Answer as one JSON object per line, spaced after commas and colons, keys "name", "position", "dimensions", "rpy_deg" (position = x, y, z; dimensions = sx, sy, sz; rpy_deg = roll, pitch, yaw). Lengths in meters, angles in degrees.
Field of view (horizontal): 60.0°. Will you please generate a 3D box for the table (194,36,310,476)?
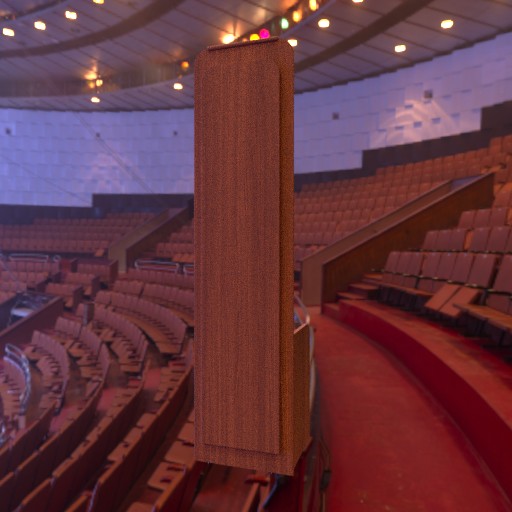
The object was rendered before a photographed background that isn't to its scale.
{"name": "table", "position": [0.000, 0.000, 2.083], "dimensions": [0.450, 1.830, 0.420], "rpy_deg": [0, 0, 18]}
